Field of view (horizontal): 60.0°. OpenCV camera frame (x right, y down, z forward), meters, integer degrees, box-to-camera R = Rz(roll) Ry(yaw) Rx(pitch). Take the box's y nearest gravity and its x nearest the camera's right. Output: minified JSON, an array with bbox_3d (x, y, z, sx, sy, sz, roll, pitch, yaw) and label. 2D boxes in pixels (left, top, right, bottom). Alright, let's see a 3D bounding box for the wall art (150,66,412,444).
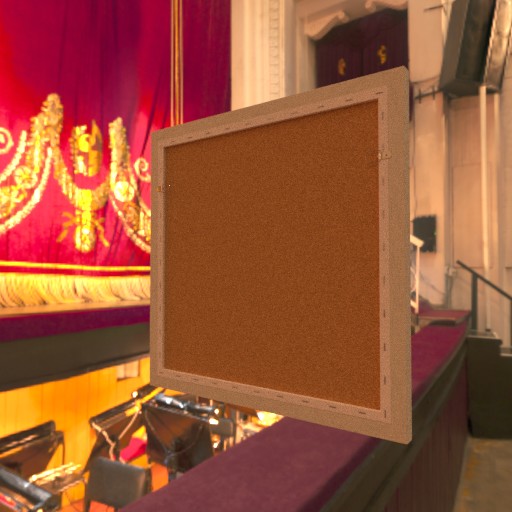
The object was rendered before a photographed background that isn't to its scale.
[{"bbox_3d":[0.000,0.000,1.500,1.016,1.016,0.045,-1,-2,36],"label":"wall art"}]
